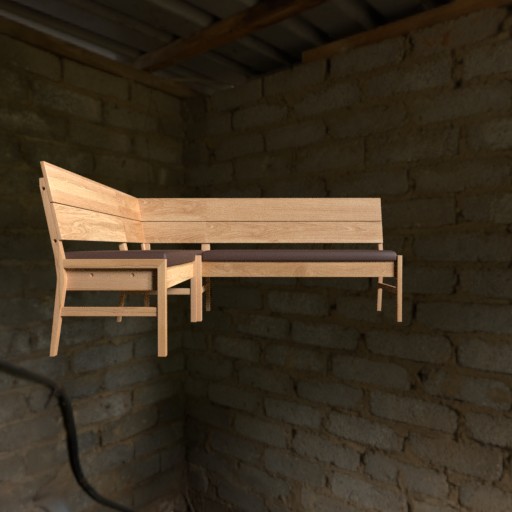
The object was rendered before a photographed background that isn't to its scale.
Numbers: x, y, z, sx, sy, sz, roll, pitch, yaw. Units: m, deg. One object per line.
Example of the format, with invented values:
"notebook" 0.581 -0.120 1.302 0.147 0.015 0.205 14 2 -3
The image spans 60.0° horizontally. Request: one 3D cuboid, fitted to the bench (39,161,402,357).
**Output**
"bench" 0.000 0.000 2.789 1.975 0.890 1.549 0 1 0
